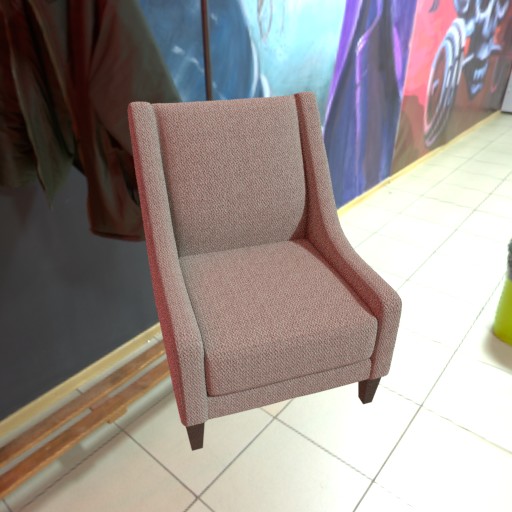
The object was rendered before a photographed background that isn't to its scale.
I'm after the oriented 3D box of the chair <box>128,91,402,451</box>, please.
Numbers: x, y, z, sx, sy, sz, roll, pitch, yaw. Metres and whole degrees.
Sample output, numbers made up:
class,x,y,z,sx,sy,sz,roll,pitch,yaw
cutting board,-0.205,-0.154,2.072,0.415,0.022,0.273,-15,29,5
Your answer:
class,x,y,z,sx,sy,sz,roll,pitch,yaw
chair,0.000,0.000,1.670,0.774,1.014,0.870,-9,32,-15
